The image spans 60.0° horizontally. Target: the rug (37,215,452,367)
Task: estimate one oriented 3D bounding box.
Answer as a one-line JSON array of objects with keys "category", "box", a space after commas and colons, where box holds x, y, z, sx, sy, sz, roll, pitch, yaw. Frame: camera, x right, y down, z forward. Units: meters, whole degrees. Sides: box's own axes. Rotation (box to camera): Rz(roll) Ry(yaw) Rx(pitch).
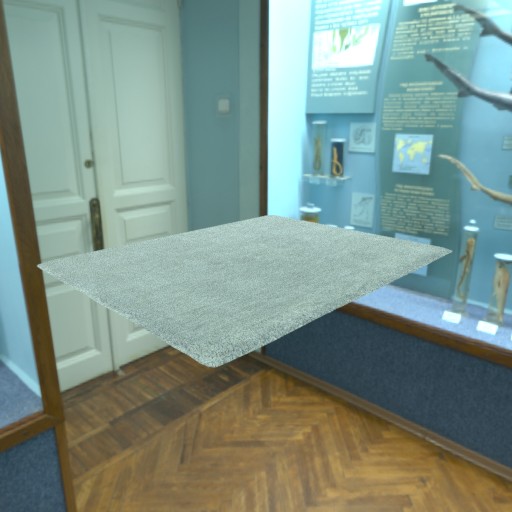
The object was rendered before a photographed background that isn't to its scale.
[{"category": "rug", "box": [0.000, 0.000, 3.905, 2.332, 0.027, 2.933, 16, 23, 42]}]
